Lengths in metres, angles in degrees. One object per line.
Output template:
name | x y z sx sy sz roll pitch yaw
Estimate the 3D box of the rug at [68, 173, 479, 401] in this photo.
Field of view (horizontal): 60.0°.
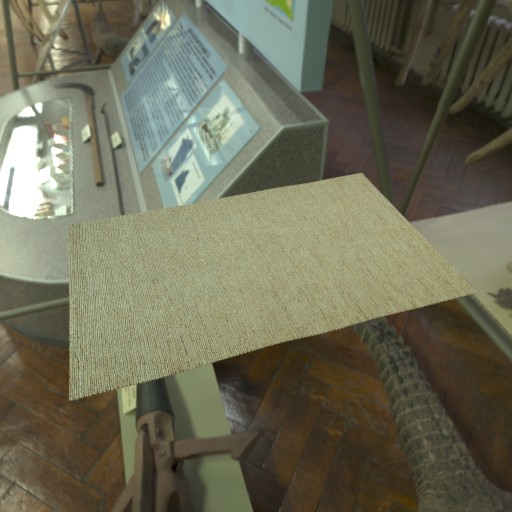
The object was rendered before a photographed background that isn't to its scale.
rug | 0.000 0.000 3.030 2.439 0.011 1.533 -12 42 -14
